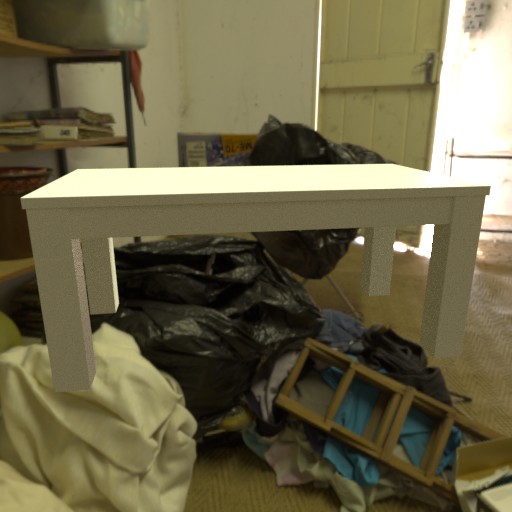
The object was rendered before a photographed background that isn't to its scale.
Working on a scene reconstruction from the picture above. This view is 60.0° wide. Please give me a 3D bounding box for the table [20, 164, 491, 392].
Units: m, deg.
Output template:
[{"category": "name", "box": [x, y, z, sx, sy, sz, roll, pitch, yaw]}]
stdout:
[{"category": "table", "box": [0.000, 0.000, 2.213, 1.800, 0.790, 0.900, -3, 18, -9]}]
